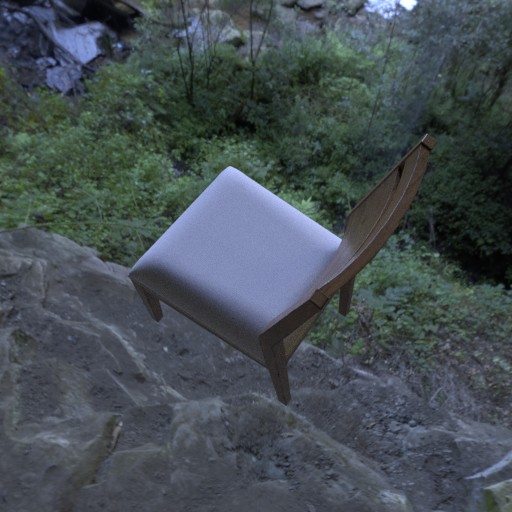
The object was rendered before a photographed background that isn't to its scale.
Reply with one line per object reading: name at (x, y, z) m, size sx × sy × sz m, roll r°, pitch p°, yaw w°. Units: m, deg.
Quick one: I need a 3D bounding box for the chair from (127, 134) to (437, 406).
chair at (0.000, 0.000, 1.261) m, size 0.610 × 0.939 × 0.497 m, roll 33°, pitch 67°, yaw 16°
